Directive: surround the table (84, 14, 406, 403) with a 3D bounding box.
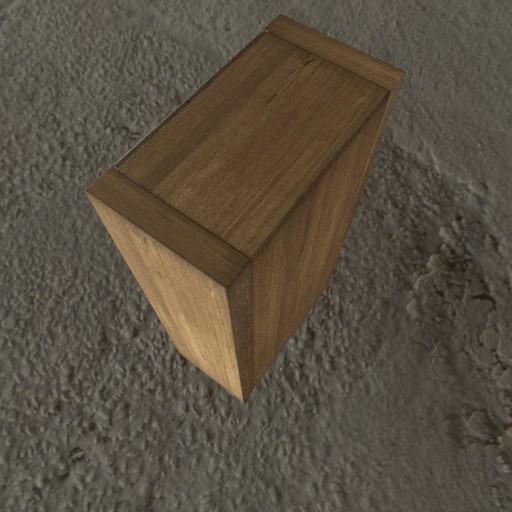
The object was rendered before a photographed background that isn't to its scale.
[{"bbox_3d":[0.000,0.000,2.437,0.600,2.000,1.100,33,68,16],"label":"table"}]
